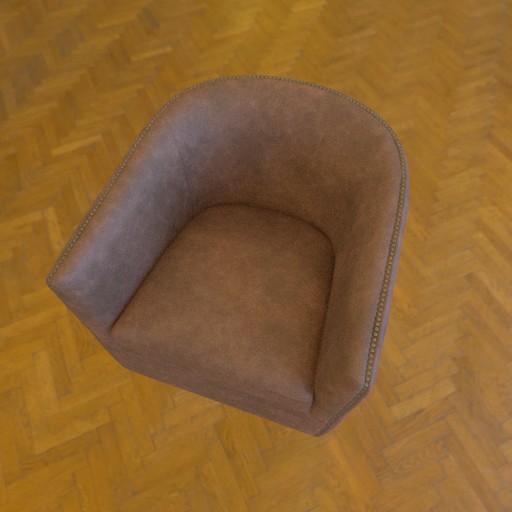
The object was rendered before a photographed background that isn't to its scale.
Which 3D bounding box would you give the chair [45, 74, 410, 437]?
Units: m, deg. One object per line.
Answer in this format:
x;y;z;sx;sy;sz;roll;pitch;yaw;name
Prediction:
0.000;0.000;1.497;0.850;0.790;0.870;16;59;10;chair
